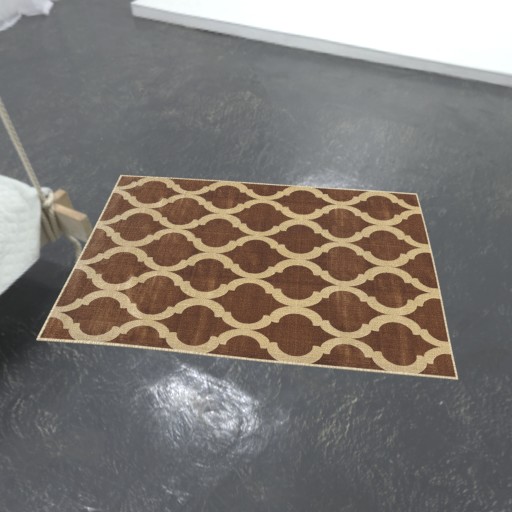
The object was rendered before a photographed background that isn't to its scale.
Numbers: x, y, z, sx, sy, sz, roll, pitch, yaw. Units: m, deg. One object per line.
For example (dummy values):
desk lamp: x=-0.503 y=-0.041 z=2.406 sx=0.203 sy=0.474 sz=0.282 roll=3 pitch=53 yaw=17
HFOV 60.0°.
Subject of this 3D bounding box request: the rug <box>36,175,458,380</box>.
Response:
rug: x=0.000 y=0.000 z=2.880 sx=2.284 sy=0.008 sz=1.522 roll=4 pitch=47 yaw=4
